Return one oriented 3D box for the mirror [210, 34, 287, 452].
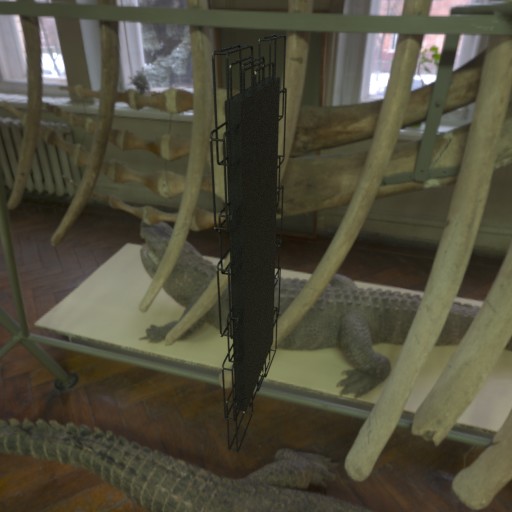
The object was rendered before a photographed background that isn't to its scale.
[{"bbox_3d":[0.000,0.000,1.363,0.037,1.192,0.565,8,31,14],"label":"mirror"}]
